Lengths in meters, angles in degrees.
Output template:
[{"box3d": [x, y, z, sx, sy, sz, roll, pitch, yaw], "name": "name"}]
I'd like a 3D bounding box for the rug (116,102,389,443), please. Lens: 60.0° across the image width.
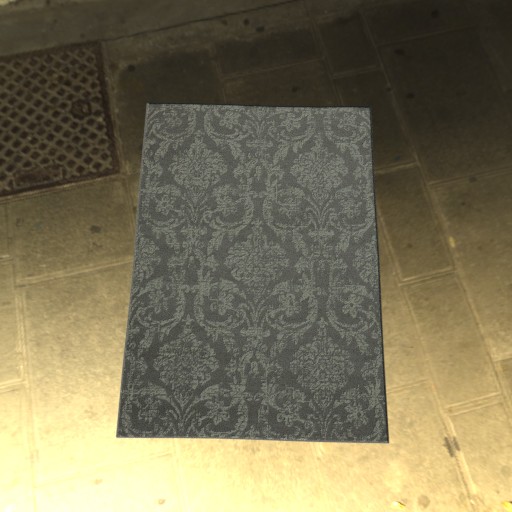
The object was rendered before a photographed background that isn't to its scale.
[{"box3d": [0.000, 0.000, 2.838, 1.578, 0.014, 2.206, 1, 75, 0], "name": "rug"}]
